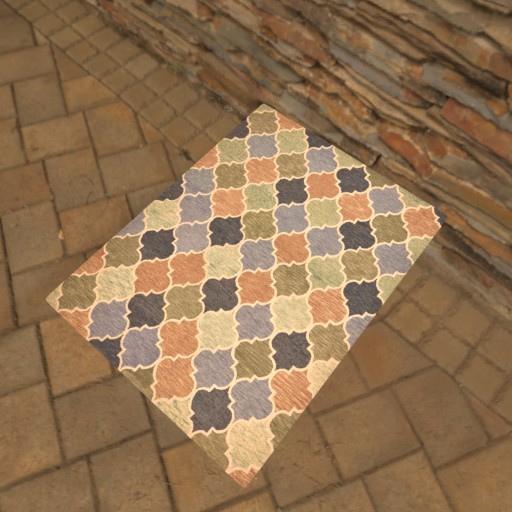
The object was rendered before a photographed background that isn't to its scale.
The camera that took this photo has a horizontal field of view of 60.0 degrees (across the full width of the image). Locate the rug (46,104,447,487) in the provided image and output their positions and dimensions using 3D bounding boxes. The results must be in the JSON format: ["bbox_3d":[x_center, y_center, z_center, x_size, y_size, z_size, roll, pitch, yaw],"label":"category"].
[{"bbox_3d":[0.000,0.000,4.310,2.439,0.013,3.200,37,69,17],"label":"rug"}]
